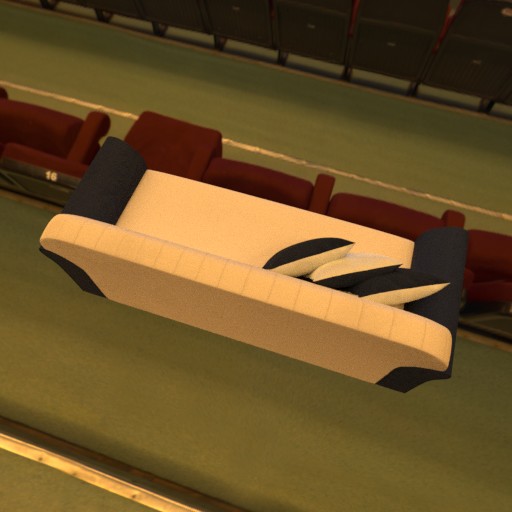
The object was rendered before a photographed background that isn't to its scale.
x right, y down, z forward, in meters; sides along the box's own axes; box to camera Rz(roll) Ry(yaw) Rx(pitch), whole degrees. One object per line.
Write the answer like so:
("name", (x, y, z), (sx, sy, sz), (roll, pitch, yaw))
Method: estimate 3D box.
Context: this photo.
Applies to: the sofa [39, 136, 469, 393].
("sofa", (0.000, 0.000, 2.342), (2.006, 0.789, 0.749), (16, 65, 8))
